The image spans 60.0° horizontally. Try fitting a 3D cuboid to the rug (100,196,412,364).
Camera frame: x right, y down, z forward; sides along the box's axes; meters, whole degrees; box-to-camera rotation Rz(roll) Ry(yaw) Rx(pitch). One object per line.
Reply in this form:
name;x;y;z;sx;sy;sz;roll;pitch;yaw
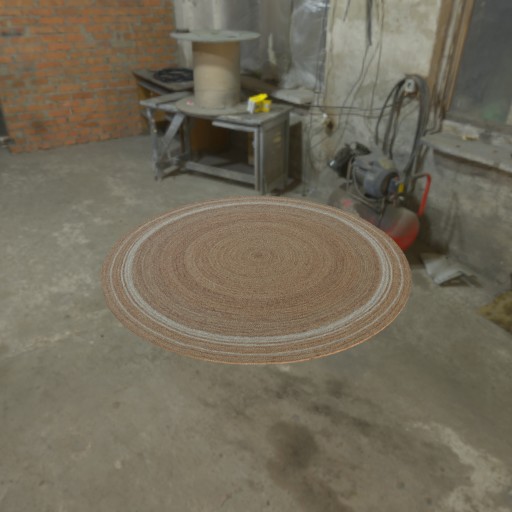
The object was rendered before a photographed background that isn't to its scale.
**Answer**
rug;0.000;0.000;3.638;2.444;0.015;2.444;0;31;0
